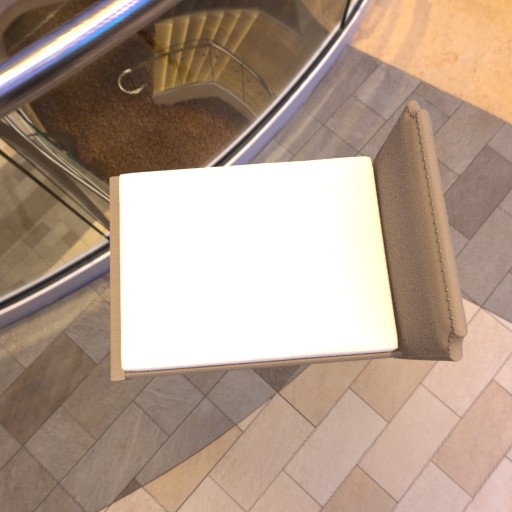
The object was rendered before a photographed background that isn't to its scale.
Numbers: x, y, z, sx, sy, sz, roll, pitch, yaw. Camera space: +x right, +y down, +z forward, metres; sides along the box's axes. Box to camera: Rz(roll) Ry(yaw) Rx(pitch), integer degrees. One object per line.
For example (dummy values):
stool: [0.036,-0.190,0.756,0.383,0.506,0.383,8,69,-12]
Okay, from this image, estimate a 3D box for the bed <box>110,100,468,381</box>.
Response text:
bed: [0.000,0.000,3.347,2.372,1.443,1.713,-4,77,-1]
